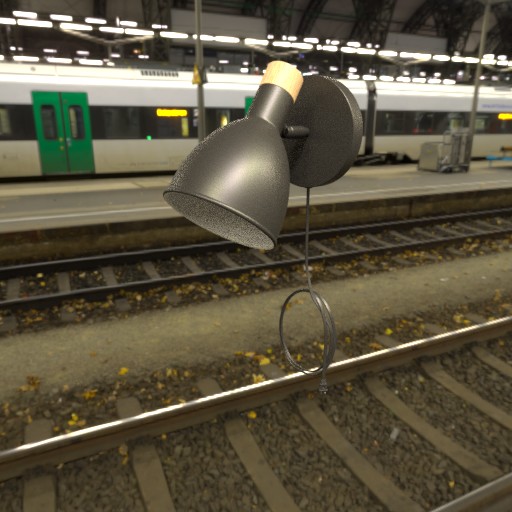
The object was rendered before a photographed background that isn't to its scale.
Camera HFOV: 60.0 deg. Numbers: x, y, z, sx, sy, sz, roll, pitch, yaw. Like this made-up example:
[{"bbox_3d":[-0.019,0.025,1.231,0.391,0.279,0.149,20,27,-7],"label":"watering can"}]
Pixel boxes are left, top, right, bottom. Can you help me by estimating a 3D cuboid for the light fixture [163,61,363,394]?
[{"bbox_3d":[0.000,0.000,0.488,0.127,0.401,0.203,15,22,41],"label":"light fixture"}]
